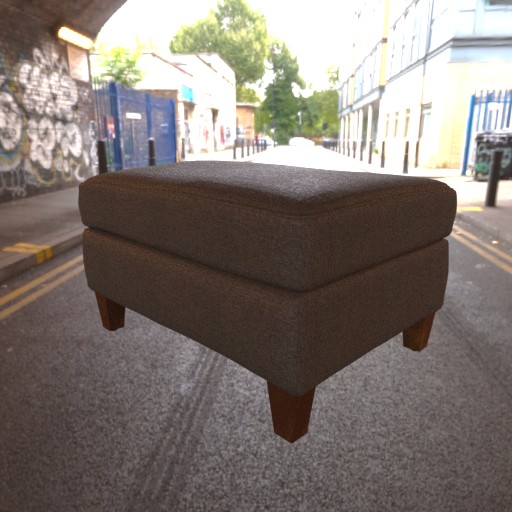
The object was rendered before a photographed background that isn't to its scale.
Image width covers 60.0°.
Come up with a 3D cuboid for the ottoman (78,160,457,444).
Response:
[{"bbox_3d":[0.000,0.000,1.203,0.826,0.496,0.639,15,21,43],"label":"ottoman"}]
